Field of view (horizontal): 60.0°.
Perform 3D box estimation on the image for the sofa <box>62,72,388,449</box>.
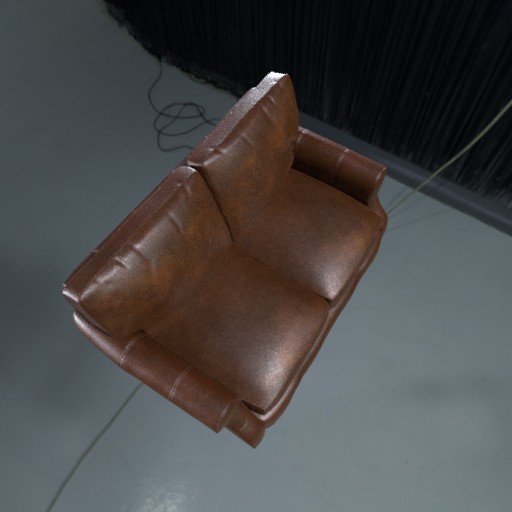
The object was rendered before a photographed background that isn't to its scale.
[{"bbox_3d":[0.000,0.000,2.237,0.990,0.976,1.616,29,64,16],"label":"sofa"}]
